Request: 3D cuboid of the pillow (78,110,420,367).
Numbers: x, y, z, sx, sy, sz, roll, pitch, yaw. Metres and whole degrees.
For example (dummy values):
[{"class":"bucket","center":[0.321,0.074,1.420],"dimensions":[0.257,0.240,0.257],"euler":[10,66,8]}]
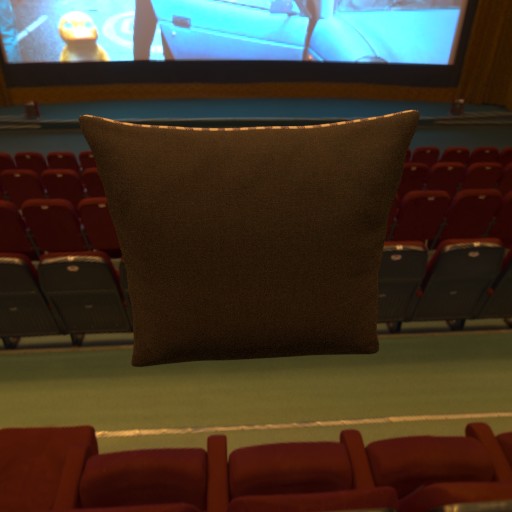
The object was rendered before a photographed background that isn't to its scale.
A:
[{"class":"pillow","center":[0.000,0.000,0.798],"dimensions":[0.523,0.506,0.166],"euler":[-2,30,-4]}]
